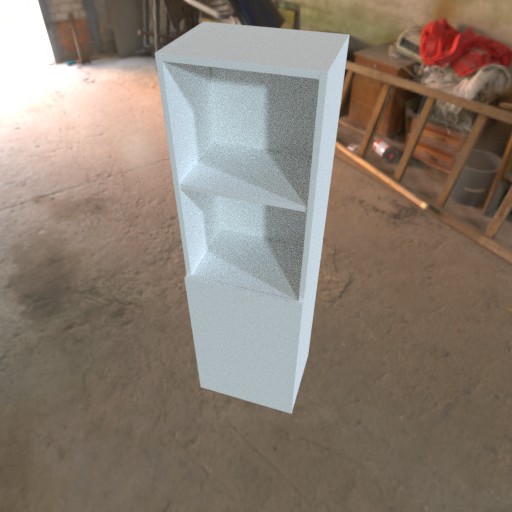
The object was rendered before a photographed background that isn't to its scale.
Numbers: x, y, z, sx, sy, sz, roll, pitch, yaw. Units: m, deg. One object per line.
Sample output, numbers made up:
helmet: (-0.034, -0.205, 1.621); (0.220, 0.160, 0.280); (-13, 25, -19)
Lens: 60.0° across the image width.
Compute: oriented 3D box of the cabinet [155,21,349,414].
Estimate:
cabinet: (0.000, 0.000, 1.506); (0.400, 1.350, 0.300); (12, 43, 13)
